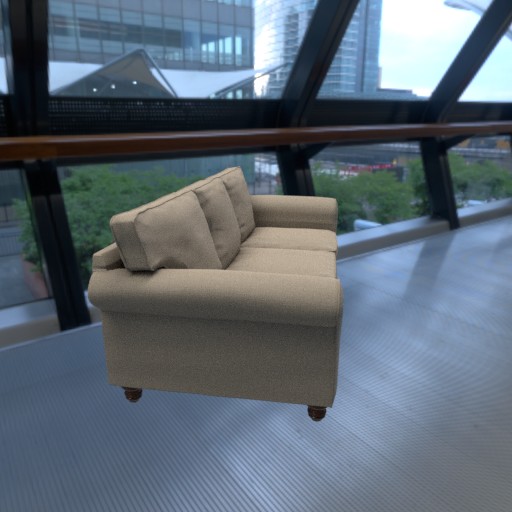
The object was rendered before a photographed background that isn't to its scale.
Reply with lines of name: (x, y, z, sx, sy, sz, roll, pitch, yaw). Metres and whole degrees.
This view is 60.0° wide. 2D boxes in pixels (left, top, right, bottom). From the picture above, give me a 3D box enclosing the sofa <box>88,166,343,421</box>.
sofa: (0.000, 0.000, 2.673, 0.998, 0.889, 2.118, 3, 17, 9)
